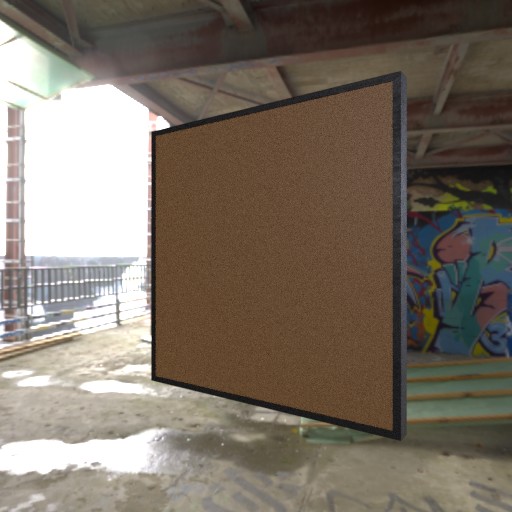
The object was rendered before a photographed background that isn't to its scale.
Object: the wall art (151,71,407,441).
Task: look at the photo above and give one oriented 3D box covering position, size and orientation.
[{"bbox_3d":[0.000,0.000,1.150,0.763,0.763,0.039,0,0,36],"label":"wall art"}]
